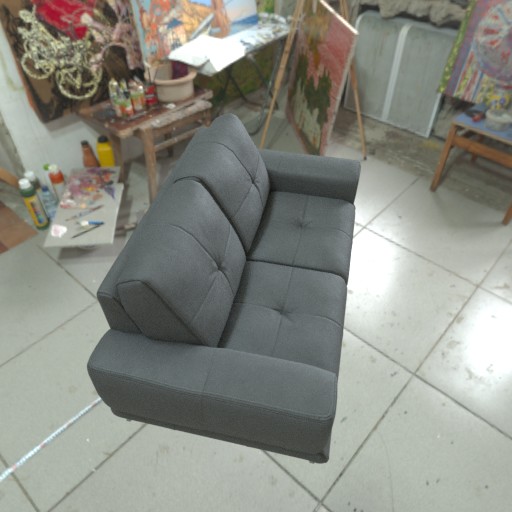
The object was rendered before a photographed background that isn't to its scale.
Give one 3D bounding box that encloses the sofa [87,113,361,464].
[{"bbox_3d":[0.000,0.000,2.349,1.018,0.907,1.806,9,46,9],"label":"sofa"}]
